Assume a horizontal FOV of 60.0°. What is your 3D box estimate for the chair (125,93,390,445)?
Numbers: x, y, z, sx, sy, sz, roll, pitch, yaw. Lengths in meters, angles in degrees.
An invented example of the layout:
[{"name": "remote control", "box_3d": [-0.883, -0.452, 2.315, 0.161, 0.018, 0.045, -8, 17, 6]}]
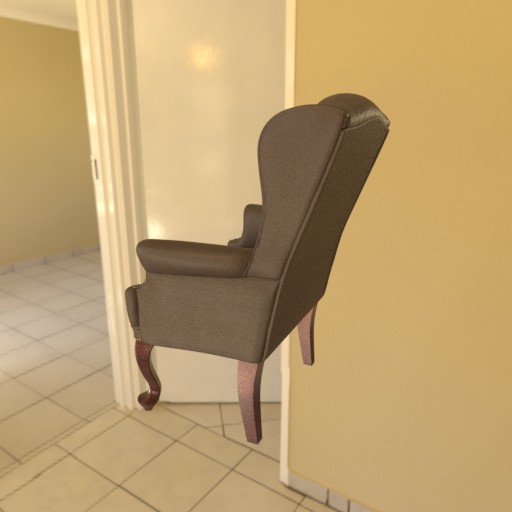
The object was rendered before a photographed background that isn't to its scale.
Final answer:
[{"name": "chair", "box_3d": [0.000, 0.000, 1.670, 0.819, 1.132, 0.829, 7, 18, 24]}]
